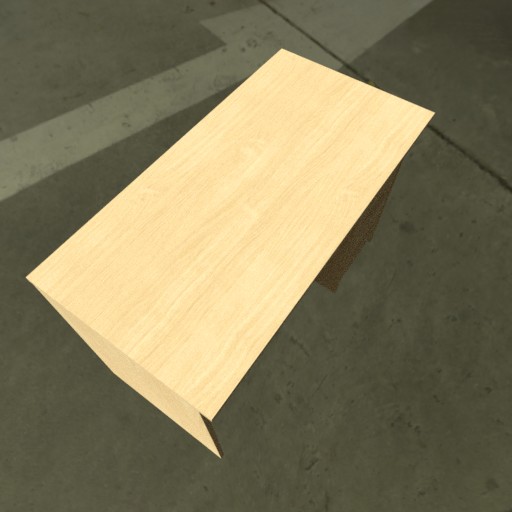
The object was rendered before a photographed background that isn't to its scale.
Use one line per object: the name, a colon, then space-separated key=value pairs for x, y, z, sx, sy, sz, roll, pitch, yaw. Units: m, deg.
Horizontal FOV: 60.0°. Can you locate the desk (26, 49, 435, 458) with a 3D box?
desk: x=0.000 y=0.000 z=1.512 sx=0.560 sy=0.735 sz=1.097 roll=31 pitch=63 yaw=18
